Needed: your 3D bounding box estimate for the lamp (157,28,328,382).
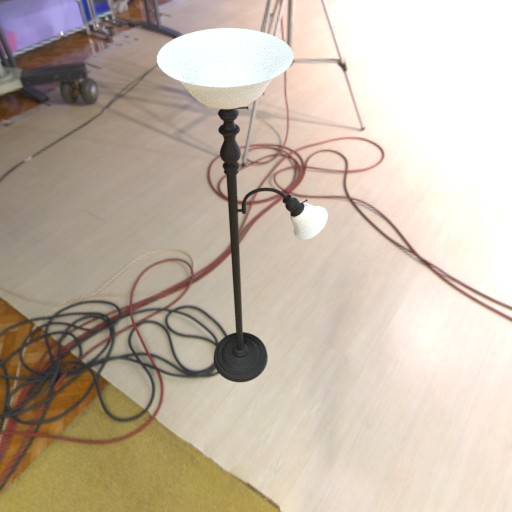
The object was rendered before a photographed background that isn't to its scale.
[{"bbox_3d":[0.000,0.000,1.987,0.588,1.793,0.405,-3,48,-3],"label":"lamp"}]
